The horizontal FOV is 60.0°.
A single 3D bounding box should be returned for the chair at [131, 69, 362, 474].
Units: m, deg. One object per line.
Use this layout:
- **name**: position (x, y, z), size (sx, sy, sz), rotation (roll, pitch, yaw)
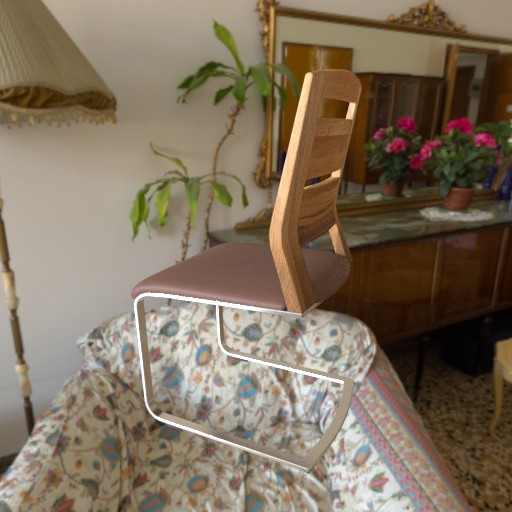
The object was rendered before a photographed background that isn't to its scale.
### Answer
- **chair**: position (0.000, 0.000, 1.280), size (0.570, 0.970, 0.460), rotation (8, 18, 25)
